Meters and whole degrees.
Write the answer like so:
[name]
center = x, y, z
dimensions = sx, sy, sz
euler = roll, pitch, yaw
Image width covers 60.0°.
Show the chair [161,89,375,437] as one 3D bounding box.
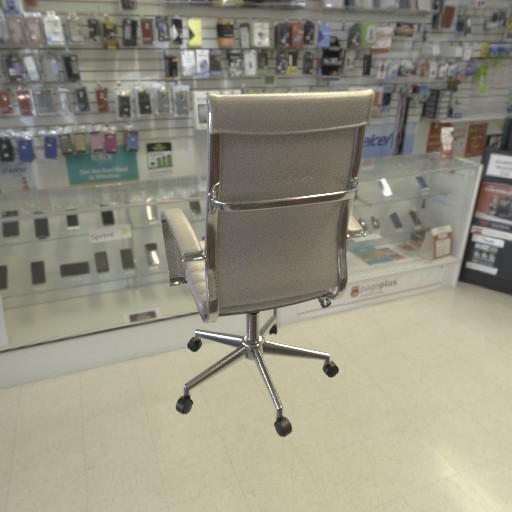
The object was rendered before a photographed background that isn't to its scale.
[chair]
center = 0.000, 0.000, 1.581
dimensions = 0.679, 1.149, 0.667
euler = -8, 26, -17
